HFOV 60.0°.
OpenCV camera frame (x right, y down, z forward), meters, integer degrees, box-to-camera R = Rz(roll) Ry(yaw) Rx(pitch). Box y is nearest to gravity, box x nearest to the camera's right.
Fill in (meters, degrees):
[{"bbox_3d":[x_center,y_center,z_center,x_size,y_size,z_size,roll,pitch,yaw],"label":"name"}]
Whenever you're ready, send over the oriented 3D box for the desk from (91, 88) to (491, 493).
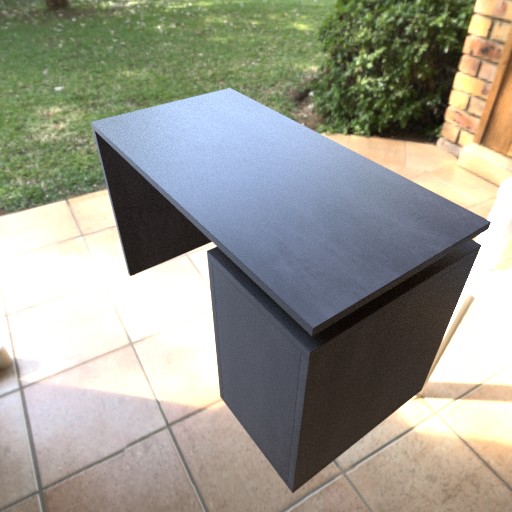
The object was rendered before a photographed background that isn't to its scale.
[{"bbox_3d":[0.000,0.000,1.593,0.600,0.740,1.200,-25,46,-27],"label":"desk"}]
